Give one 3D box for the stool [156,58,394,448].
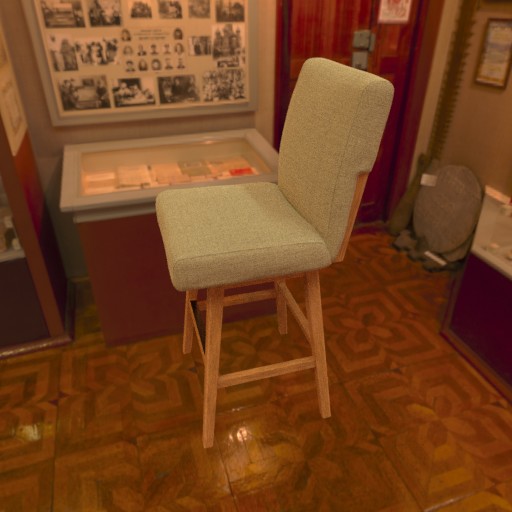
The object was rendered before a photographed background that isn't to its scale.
[{"bbox_3d":[0.000,0.000,1.413,0.569,1.106,0.483,-9,32,-14],"label":"stool"}]
